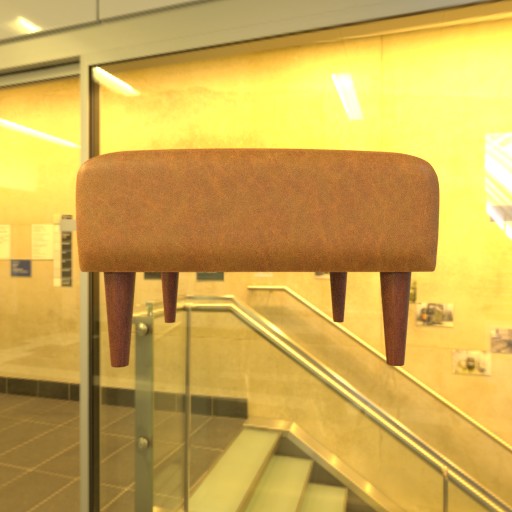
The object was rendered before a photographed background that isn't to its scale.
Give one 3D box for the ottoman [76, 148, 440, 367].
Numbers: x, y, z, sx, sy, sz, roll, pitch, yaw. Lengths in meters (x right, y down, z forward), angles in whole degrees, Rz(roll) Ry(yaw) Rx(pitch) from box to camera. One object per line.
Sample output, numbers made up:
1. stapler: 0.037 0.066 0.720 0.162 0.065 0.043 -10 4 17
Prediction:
1. ottoman: 0.000 0.000 1.073 0.650 0.399 0.650 0 0 -1
